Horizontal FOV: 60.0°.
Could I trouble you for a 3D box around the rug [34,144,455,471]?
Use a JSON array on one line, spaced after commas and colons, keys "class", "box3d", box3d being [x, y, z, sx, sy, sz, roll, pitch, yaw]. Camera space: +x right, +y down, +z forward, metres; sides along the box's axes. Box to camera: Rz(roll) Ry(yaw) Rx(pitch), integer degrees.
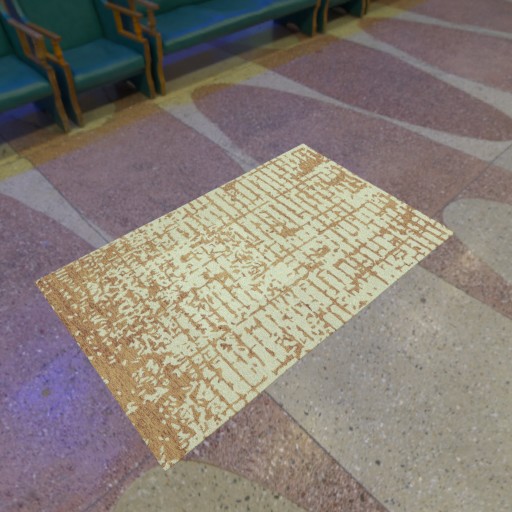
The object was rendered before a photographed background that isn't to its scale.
[{"class": "rug", "box3d": [0.000, 0.000, 2.986, 2.435, 0.011, 1.517, -32, 54, -27]}]
